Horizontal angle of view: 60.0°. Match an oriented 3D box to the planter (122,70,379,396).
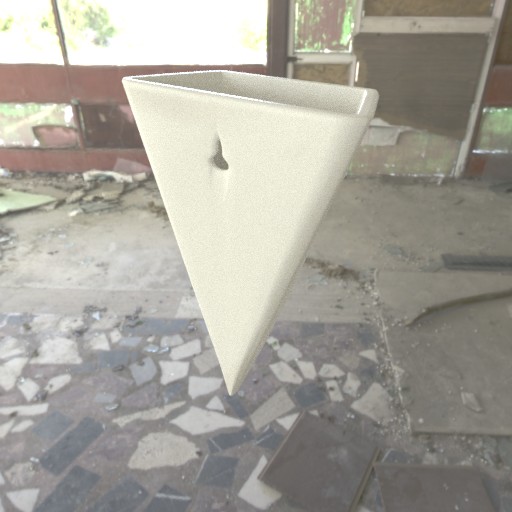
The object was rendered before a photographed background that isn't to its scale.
[{"bbox_3d":[0.000,0.000,0.272,0.150,0.197,0.060,22,37,33],"label":"planter"}]
